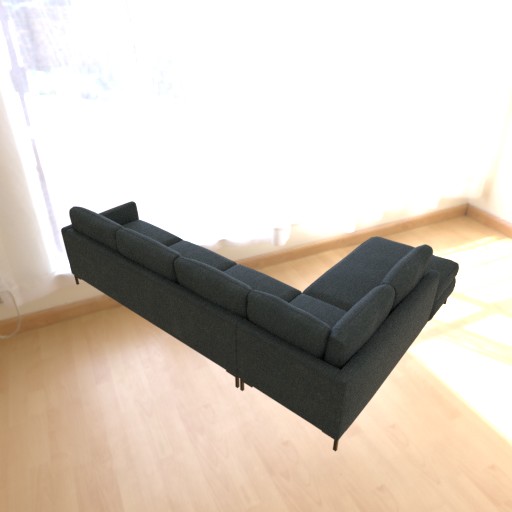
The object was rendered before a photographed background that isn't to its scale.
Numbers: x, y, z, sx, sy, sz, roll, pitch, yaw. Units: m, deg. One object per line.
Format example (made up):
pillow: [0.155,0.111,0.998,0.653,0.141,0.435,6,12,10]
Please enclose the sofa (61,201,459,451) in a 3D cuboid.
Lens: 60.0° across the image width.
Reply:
sofa: [0.000,0.000,3.940,2.949,0.815,2.007,23,38,33]
